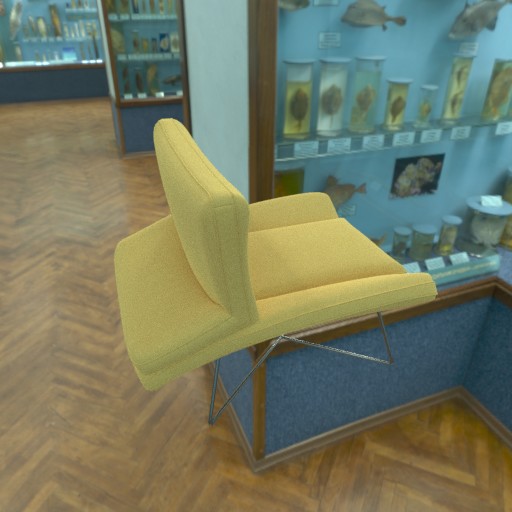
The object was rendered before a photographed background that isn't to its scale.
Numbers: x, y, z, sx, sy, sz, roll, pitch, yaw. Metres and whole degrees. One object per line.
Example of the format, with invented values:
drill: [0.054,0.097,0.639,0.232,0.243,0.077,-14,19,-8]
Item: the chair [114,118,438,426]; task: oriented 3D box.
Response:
chair: [0.000,0.000,1.637,1.008,0.855,0.859,-10,32,-17]
